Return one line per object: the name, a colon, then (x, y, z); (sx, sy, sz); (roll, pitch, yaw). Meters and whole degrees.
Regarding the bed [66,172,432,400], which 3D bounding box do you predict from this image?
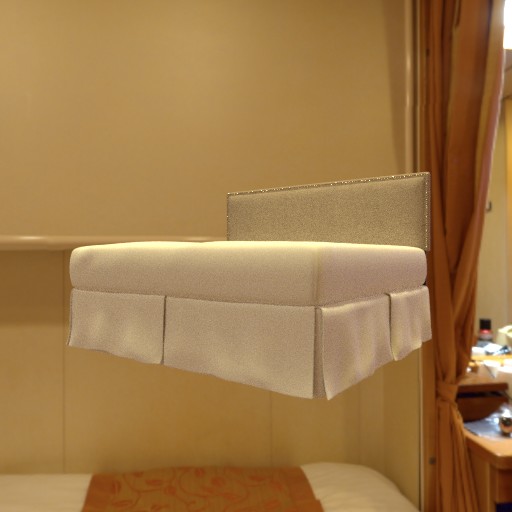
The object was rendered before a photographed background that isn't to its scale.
bed: (0.000, 0.000, 3.399); (2.170, 1.346, 1.914); (0, 0, 36)
